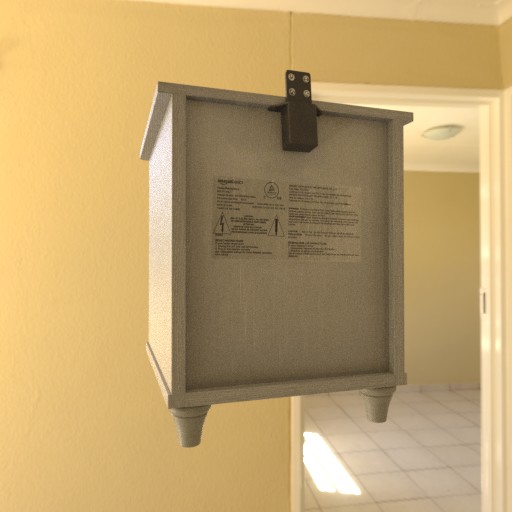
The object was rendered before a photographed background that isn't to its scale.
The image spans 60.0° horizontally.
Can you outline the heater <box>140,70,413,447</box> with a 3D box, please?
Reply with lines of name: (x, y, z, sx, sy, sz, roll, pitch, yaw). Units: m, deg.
heater: (0.000, 0.000, 0.751, 0.362, 0.481, 0.400, 0, -1, -18)
